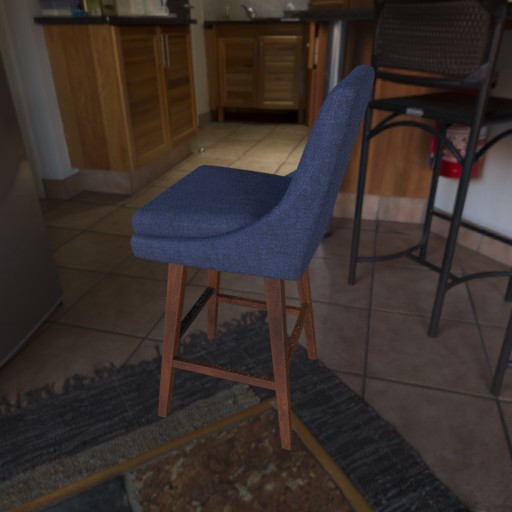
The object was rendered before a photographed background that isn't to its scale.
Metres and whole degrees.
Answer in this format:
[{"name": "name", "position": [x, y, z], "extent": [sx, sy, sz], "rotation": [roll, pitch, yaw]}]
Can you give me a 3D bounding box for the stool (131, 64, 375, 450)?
[{"name": "stool", "position": [0.000, 0.000, 1.360], "extent": [0.572, 1.068, 0.489], "rotation": [8, 30, 15]}]
